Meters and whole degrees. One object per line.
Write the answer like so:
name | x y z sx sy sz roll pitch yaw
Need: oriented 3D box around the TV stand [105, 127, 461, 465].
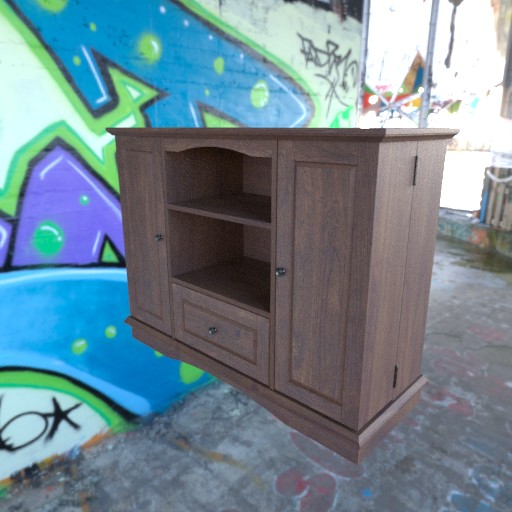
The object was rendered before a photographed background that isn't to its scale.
TV stand | 0.000 0.000 1.462 1.067 0.813 0.406 15 22 41
